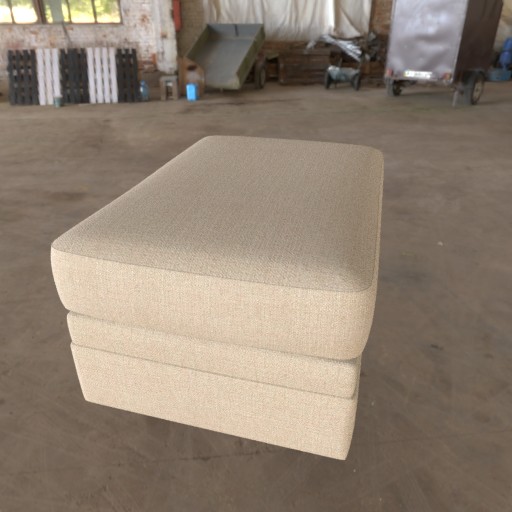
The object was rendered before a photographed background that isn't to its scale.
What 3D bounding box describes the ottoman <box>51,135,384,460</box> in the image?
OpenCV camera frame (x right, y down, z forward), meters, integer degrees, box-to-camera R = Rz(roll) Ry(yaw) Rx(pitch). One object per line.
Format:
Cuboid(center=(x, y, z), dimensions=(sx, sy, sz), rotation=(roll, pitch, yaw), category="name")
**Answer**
Cuboid(center=(0.000, 0.000, 1.223), dimensions=(0.637, 0.478, 0.885), rotation=(8, 30, 13), category="ottoman")
